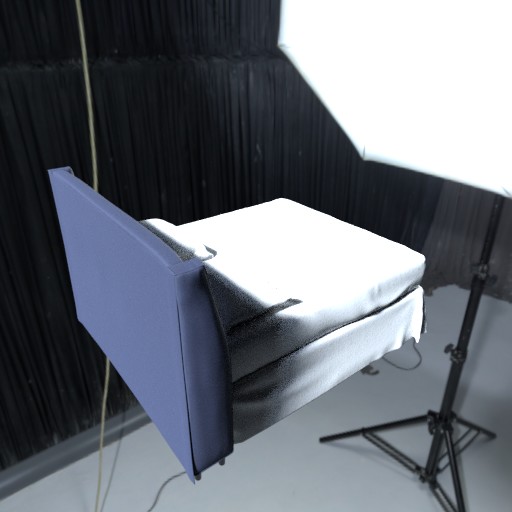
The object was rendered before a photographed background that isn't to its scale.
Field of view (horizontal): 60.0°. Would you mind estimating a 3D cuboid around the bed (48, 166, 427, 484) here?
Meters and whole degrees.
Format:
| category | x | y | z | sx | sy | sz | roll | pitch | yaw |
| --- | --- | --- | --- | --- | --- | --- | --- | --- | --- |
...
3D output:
| category | x | y | z | sx | sy | sz | roll | pitch | yaw |
| --- | --- | --- | --- | --- | --- | --- | --- | --- | --- |
| bed | 0.000 | 0.000 | 3.336 | 2.276 | 1.332 | 1.925 | -19 | 32 | -33 |
